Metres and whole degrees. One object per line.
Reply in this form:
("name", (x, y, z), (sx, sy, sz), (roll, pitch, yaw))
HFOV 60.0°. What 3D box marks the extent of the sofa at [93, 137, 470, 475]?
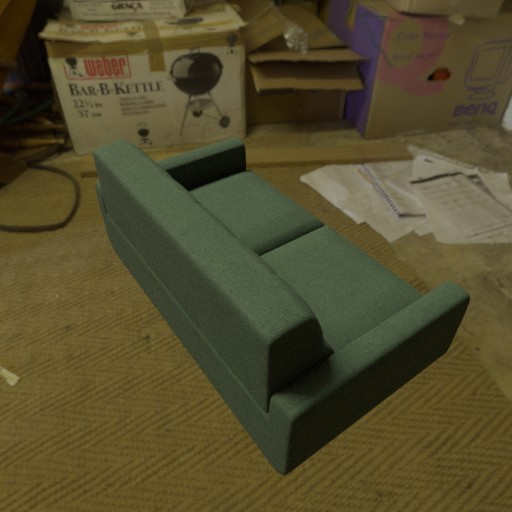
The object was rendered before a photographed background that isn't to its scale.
("sofa", (0.000, 0.000, 2.085), (0.909, 0.841, 1.631), (-25, 47, -26))
